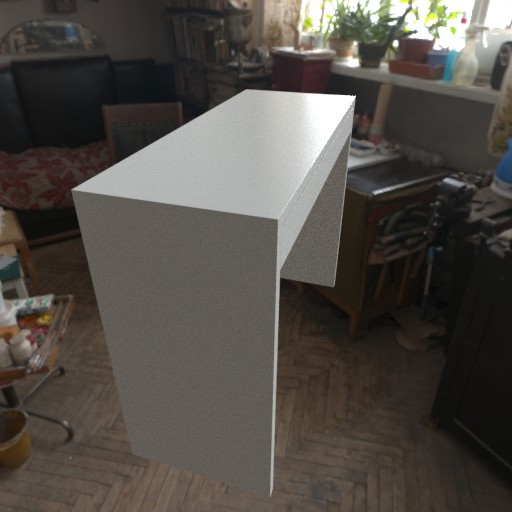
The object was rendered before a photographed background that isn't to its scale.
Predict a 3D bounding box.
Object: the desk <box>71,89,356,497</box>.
[{"bbox_3d":[0.000,0.000,1.385,0.400,0.790,1.000,10,32,15],"label":"desk"}]
